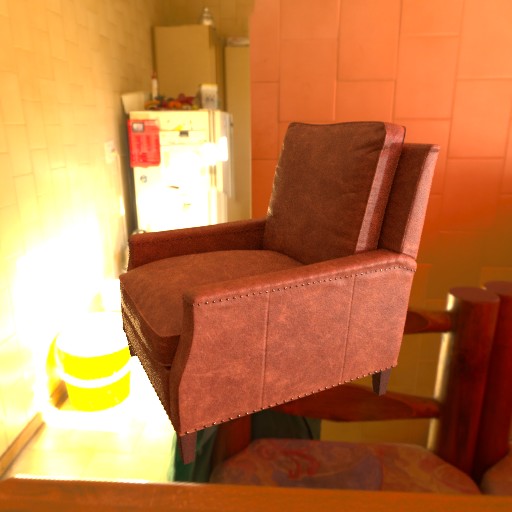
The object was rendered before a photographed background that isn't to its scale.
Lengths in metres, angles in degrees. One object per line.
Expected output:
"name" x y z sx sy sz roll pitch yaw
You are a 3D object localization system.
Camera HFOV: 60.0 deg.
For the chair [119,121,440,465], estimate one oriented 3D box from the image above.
"chair" 0.000 0.000 1.810 1.035 1.054 0.854 -8 19 -26
